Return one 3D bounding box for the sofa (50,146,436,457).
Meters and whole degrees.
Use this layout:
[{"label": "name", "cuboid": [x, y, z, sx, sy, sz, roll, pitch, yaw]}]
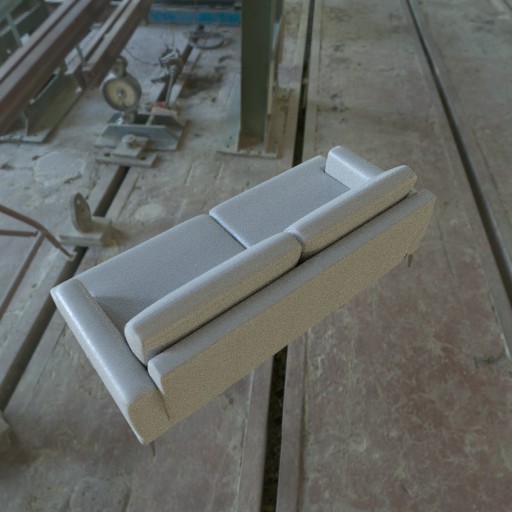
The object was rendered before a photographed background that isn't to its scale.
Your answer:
[{"label": "sofa", "cuboid": [0.000, 0.000, 2.389, 1.940, 0.765, 0.974, -30, 54, -25]}]
